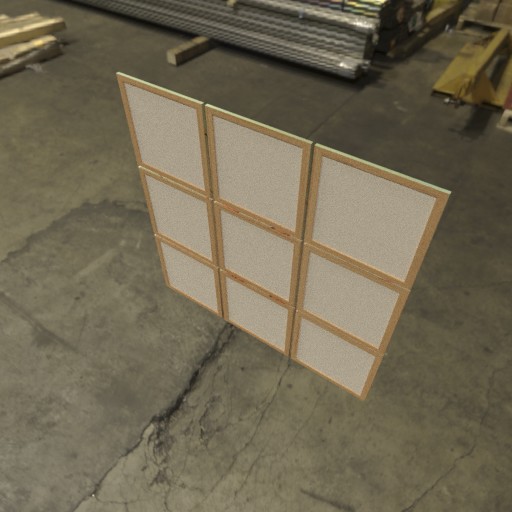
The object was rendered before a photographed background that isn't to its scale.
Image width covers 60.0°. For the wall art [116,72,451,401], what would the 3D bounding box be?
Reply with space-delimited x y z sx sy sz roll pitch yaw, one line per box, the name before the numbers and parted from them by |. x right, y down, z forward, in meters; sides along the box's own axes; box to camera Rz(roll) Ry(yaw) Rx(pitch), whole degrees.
wall art | 0.000 0.000 1.821 1.214 1.219 0.013 27 53 22
